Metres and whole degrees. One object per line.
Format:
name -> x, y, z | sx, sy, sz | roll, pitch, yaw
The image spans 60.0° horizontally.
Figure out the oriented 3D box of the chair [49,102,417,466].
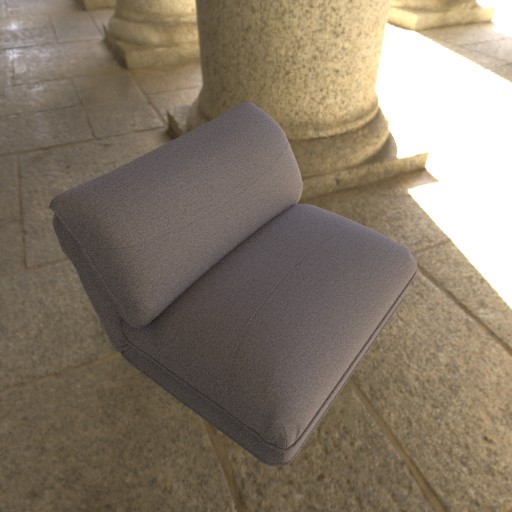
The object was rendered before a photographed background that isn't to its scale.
chair -> 0.000, 0.000, 1.332 | 0.780, 0.580, 0.820 | 26, 47, 27
